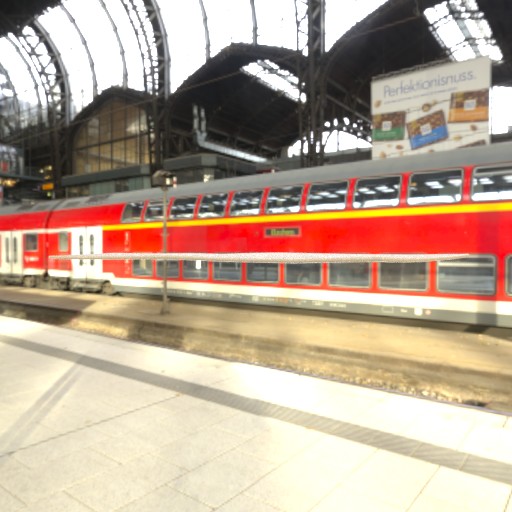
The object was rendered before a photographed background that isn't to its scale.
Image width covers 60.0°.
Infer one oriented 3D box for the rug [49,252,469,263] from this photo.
[{"bbox_3d":[0.000,0.000,2.326,1.829,0.034,1.252,1,1,36],"label":"rug"}]
